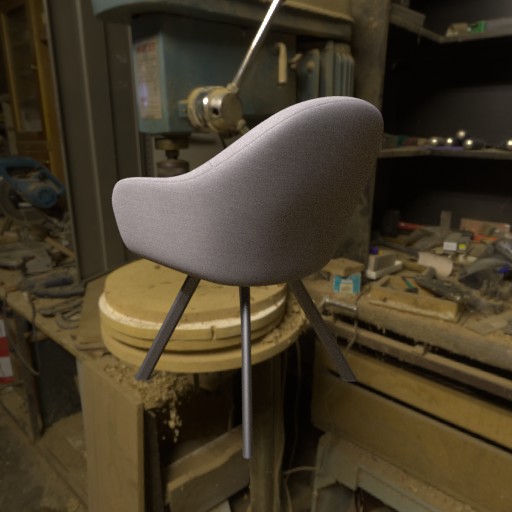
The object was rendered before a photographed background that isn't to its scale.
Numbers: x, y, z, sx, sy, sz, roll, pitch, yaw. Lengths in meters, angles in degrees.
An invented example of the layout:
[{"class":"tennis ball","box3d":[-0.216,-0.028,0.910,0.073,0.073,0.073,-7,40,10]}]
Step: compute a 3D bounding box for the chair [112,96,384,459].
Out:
[{"class":"chair","box3d":[0.000,0.000,1.179,0.570,0.780,0.540,15,22,42]}]
